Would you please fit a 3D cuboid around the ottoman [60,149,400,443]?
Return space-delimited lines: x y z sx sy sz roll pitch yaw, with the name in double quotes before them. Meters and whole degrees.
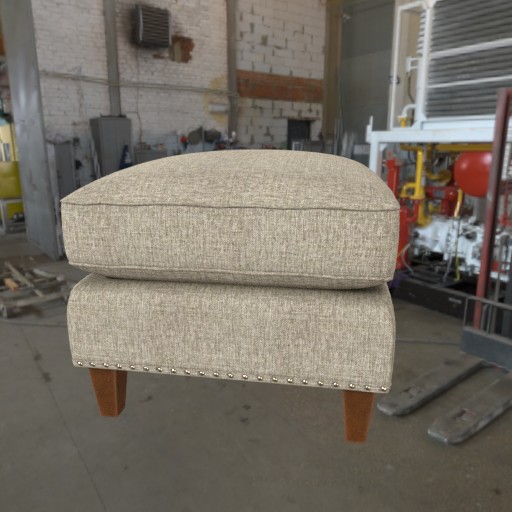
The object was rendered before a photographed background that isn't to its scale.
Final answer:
"ottoman" 0.000 0.000 1.098 0.584 0.513 0.741 2 14 9
